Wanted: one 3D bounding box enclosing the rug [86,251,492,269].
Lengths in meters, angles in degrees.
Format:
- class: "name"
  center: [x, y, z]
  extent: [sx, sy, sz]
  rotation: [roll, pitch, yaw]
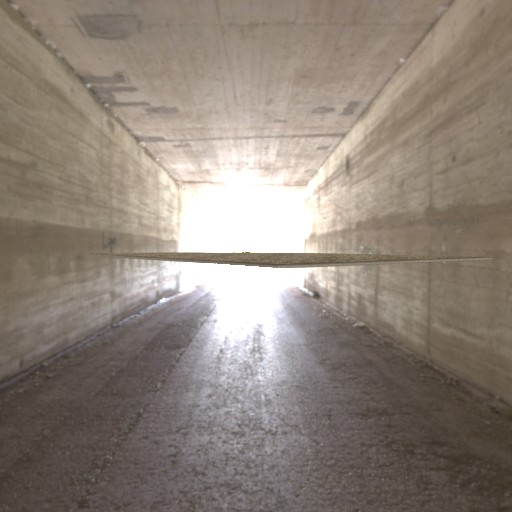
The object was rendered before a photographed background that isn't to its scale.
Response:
- class: "rug"
  center: [0.000, 0.000, 3.463]
  extent: [1.819, 0.018, 2.746]
  rotation: [-1, 2, -37]
